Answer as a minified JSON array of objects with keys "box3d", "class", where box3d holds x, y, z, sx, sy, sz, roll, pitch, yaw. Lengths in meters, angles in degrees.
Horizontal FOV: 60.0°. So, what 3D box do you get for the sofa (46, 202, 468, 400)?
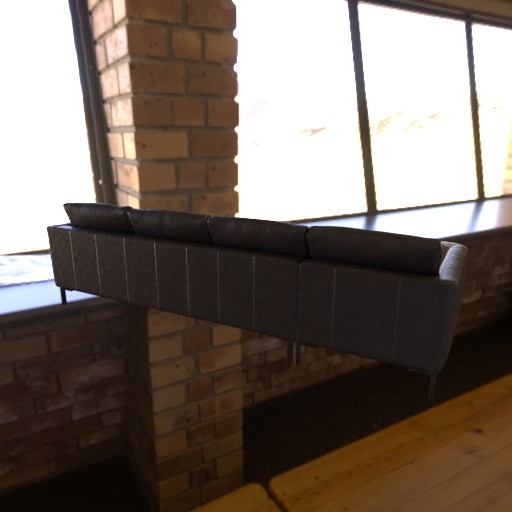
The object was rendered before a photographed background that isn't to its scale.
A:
[{"box3d":[0.000,0.000,3.492,2.993,0.859,1.471,8,17,27],"class":"sofa"}]
